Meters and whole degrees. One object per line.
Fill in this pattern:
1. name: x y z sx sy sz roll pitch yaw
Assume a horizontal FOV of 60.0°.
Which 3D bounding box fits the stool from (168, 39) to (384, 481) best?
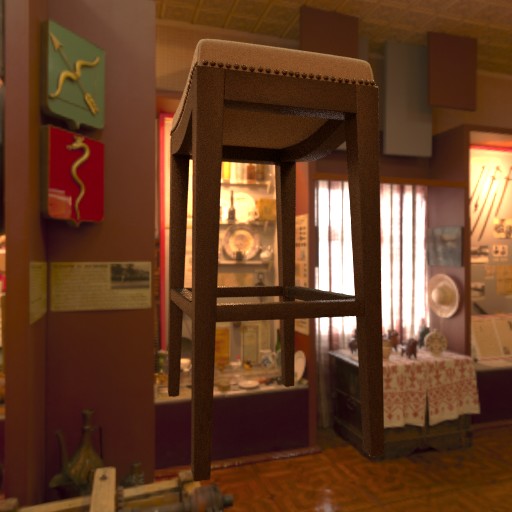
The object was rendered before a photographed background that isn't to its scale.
1. stool: 0.000 0.000 1.021 0.358 0.759 0.498 0 0 -16
